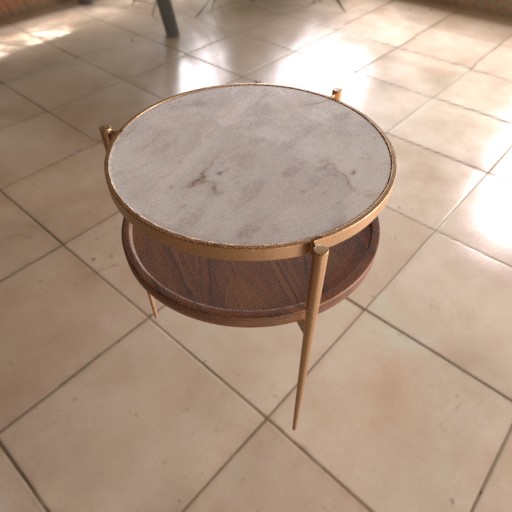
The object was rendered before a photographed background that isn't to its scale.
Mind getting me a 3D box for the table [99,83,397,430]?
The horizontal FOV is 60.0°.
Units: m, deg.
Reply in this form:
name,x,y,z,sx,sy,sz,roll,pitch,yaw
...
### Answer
name,x,y,z,sx,sy,sz,roll,pitch,yaw
table,0.000,0.000,0.837,0.430,0.493,0.456,32,54,27
